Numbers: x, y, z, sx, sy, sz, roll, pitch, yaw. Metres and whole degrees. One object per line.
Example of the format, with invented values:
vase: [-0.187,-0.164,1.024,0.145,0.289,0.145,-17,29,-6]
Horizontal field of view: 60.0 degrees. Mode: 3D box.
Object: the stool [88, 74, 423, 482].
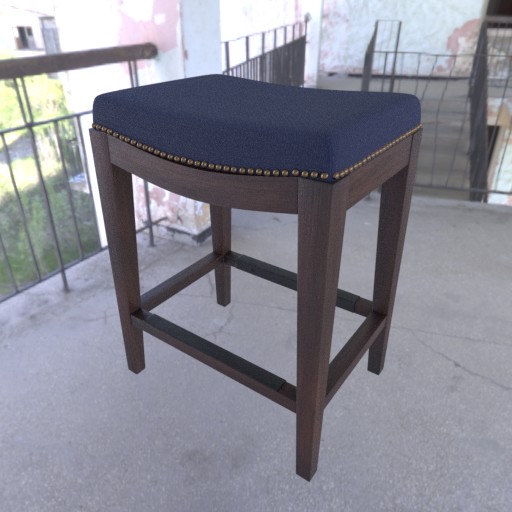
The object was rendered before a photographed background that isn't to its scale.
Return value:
stool: [0.000,0.000,0.915,0.500,0.642,0.361,19,35,30]
